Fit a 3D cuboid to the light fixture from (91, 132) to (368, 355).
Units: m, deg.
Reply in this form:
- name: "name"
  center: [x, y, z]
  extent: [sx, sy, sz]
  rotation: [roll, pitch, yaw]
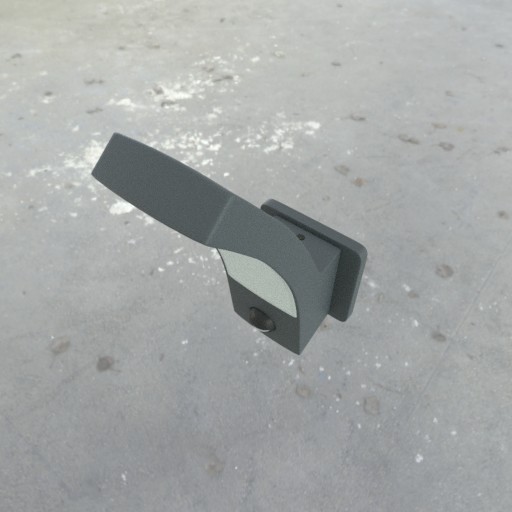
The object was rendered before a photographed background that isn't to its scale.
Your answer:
- name: "light fixture"
  center: [0.000, 0.000, 0.330]
  extent: [0.108, 0.243, 0.174]
  rotation: [31, 54, 26]
